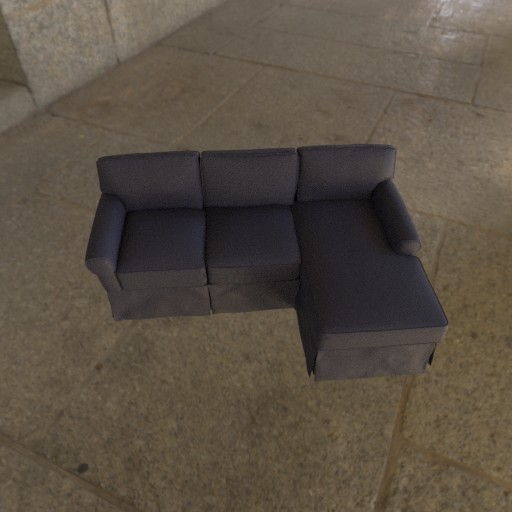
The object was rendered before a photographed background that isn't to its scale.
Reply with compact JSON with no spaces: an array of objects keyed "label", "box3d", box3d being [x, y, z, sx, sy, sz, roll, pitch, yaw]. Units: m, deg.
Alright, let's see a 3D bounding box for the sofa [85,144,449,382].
[{"label":"sofa","box3d":[0.000,0.000,3.402,2.518,1.039,1.637,-3,46,-3]}]
